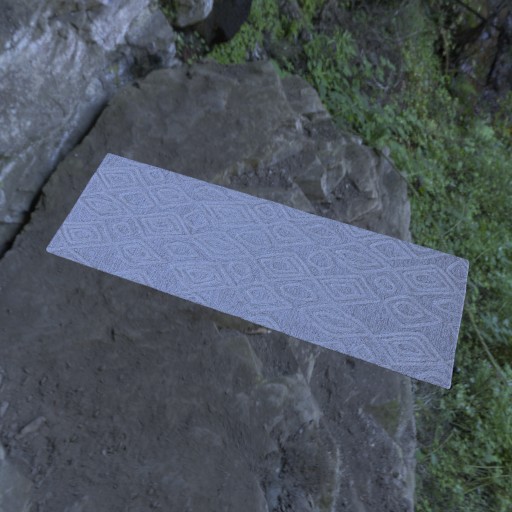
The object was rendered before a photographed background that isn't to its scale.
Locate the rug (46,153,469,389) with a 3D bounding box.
[{"bbox_3d":[0.000,0.000,2.664,2.436,0.013,0.807,18,65,9],"label":"rug"}]
